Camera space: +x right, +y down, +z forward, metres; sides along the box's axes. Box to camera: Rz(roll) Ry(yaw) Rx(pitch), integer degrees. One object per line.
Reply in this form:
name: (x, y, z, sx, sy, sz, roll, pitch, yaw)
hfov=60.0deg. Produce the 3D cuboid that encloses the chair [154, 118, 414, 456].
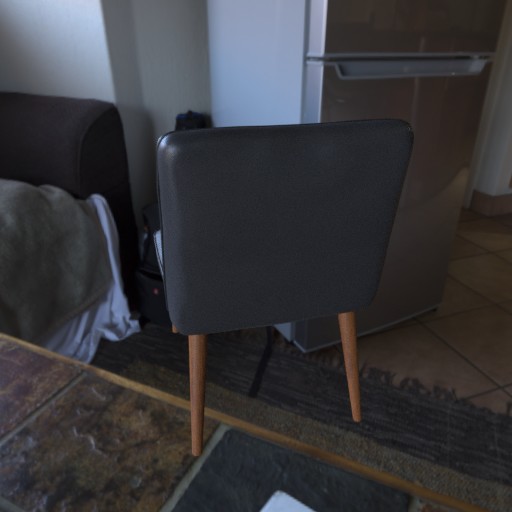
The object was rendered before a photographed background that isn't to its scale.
chair: (0.000, 0.000, 1.208, 0.543, 0.801, 0.645, -9, 29, -17)
